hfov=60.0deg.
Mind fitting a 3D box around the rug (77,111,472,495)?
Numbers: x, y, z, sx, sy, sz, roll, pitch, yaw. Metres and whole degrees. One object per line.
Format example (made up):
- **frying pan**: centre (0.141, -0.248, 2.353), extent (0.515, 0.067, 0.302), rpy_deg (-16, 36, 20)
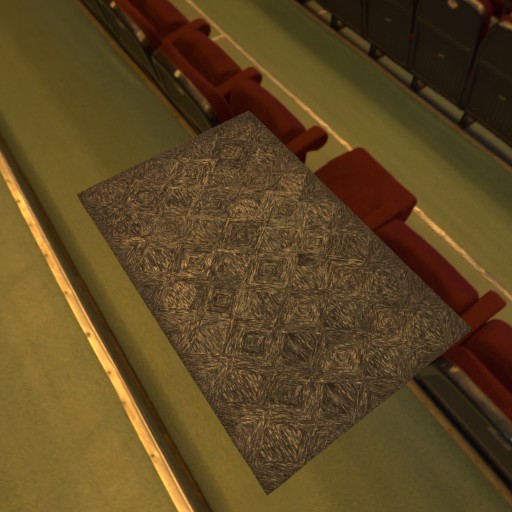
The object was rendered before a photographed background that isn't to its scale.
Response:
- **rug**: centre (0.000, 0.000, 2.185), extent (1.139, 0.010, 1.754), rpy_deg (-31, 64, -17)
